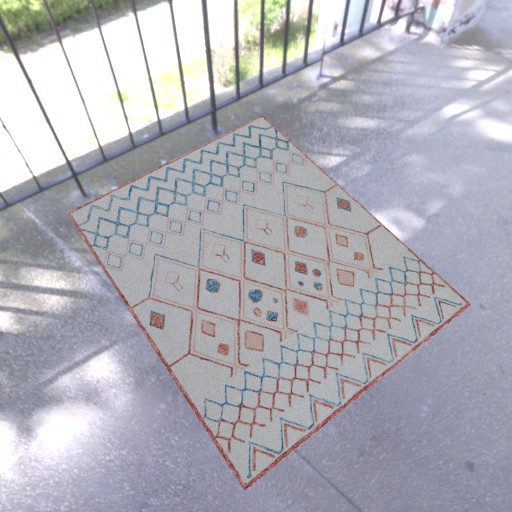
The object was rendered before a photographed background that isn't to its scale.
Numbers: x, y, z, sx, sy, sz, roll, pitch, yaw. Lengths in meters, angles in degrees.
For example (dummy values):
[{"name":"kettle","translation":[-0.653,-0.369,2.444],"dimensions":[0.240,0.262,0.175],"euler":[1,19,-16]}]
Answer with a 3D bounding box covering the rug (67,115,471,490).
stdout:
[{"name":"rug","translation":[0.000,0.000,4.153],"dimensions":[2.441,0.016,3.050],"euler":[-32,63,-19]}]
